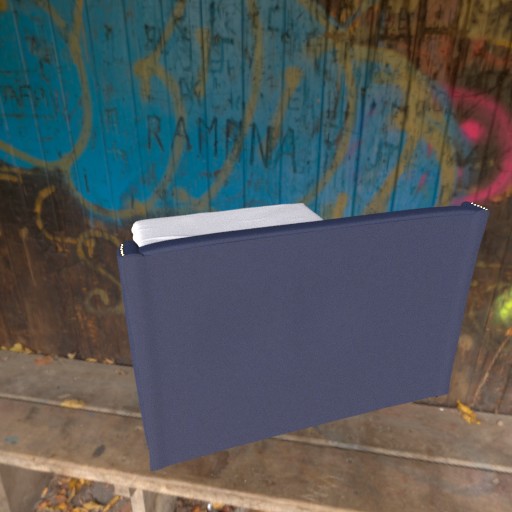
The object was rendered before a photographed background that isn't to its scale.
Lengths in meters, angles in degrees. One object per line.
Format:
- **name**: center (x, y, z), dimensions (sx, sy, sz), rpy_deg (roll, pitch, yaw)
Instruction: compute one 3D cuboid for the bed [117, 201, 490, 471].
- **bed**: center (0.000, 0.000, 3.326), dimensions (1.925, 1.332, 2.276), rpy_deg (-8, 27, -16)
